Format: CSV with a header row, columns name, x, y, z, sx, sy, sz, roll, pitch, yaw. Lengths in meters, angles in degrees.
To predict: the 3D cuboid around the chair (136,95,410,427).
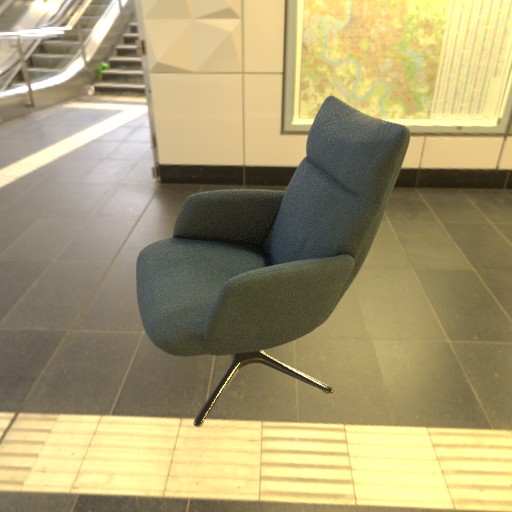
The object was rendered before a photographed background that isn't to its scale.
name,x,y,z,sx,sy,sz,roll,pitch,yaw
chair,0.000,0.000,1.647,0.889,1.016,0.711,-9,31,-15
